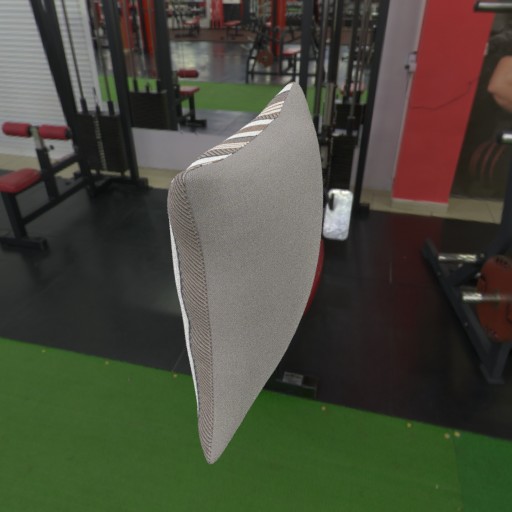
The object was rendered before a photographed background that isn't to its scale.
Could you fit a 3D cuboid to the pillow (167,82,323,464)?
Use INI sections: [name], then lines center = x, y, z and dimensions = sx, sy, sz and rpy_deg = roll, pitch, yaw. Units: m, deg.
[pillow]
center = 0.000, 0.000, 0.632
dimensions = 0.173, 0.401, 0.416
rpy_deg = 9, 33, 14
